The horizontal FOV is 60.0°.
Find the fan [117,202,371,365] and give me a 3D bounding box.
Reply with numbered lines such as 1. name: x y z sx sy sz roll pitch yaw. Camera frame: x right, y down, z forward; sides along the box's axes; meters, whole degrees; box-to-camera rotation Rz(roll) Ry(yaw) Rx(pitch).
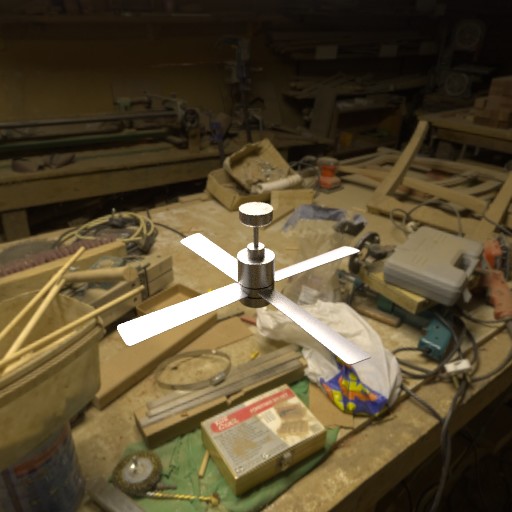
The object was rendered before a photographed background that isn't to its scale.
1. fan: 0.000 0.000 2.344 1.525 0.539 1.525 -18 33 -31
